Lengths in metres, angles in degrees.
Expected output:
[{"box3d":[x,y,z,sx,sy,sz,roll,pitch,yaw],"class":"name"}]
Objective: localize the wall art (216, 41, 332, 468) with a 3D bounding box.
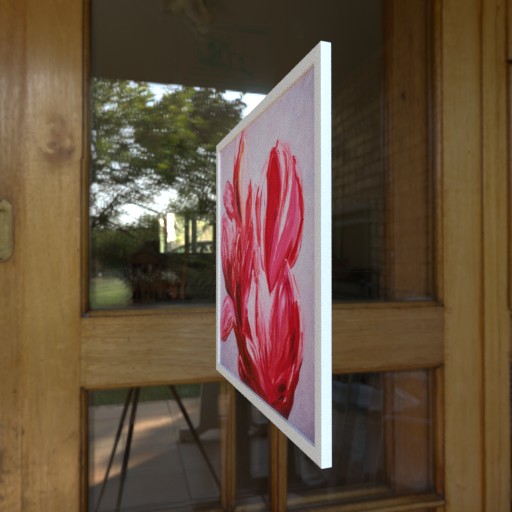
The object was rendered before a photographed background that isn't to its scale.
[{"box3d":[0.000,0.000,1.215,0.022,0.803,0.805,0,-1,-19],"class":"wall art"}]
